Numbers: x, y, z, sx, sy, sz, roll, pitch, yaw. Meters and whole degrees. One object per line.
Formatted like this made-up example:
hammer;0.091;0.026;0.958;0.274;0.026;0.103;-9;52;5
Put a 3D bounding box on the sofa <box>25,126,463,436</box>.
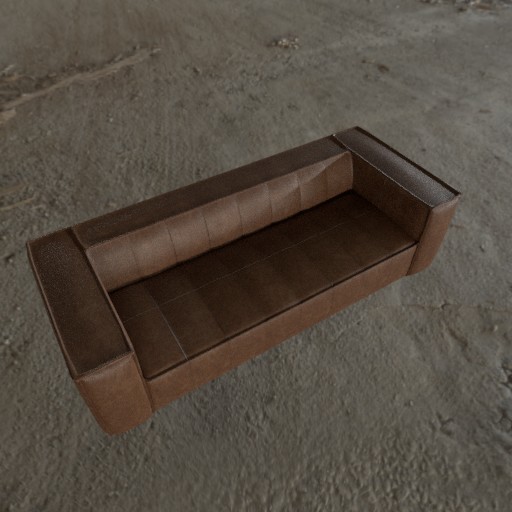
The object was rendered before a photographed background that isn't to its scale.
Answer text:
sofa;0.000;0.000;2.967;2.581;0.701;1.102;-24;50;-21
